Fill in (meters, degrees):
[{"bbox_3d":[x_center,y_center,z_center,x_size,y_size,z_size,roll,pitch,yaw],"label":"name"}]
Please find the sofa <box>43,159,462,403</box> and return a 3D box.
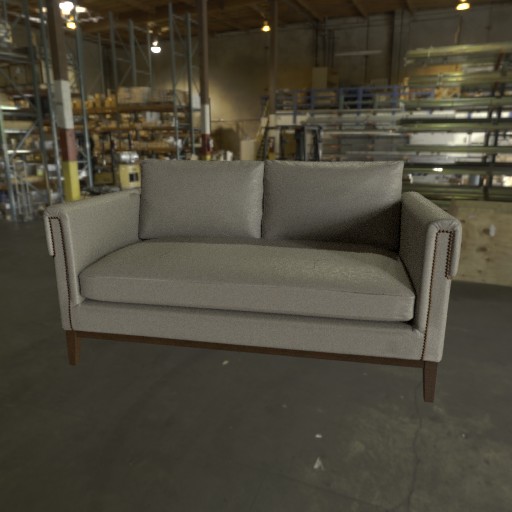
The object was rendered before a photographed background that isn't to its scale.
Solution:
[{"bbox_3d":[0.000,0.000,2.091,1.598,0.873,0.899,3,14,11],"label":"sofa"}]
